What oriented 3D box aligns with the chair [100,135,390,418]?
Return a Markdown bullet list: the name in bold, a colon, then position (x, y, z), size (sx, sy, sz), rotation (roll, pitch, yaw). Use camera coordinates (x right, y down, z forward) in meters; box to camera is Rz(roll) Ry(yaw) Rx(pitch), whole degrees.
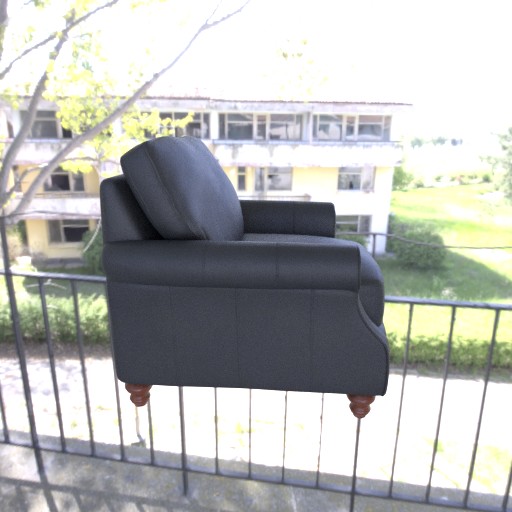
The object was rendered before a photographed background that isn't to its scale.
- **chair**: position (0.000, 0.000, 1.829), size (1.027, 0.960, 1.015), rotation (3, 16, 9)
